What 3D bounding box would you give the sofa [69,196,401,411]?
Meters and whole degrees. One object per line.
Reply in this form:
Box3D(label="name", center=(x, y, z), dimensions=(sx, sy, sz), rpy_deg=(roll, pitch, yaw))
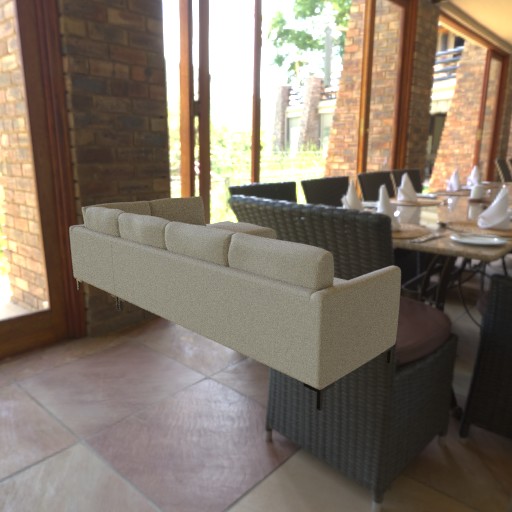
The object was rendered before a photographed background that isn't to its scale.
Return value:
Box3D(label="sofa", center=(0.000, 0.000, 3.822), dimensions=(2.007, 0.815, 2.949), rpy_deg=(-13, 18, -43))
